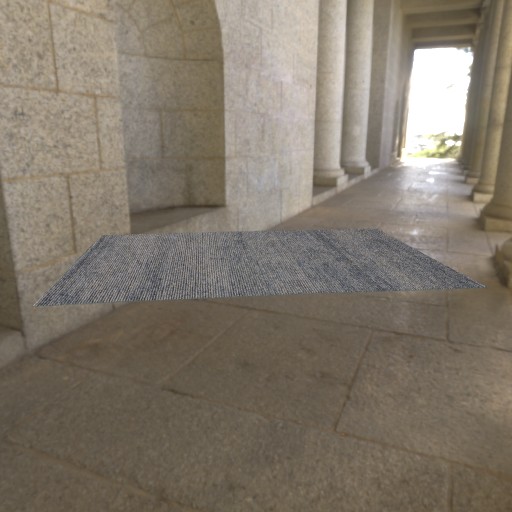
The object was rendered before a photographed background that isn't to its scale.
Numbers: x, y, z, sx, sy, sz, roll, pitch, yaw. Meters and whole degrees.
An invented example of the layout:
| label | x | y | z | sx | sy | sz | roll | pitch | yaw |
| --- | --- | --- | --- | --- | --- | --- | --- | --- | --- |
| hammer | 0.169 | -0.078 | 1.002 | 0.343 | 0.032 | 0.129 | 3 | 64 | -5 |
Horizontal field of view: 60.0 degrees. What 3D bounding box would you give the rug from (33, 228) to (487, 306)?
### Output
| label | x | y | z | sx | sy | sz | roll | pitch | yaw |
| --- | --- | --- | --- | --- | --- | --- | --- | --- | --- |
| rug | 0.000 | 0.000 | 2.217 | 1.740 | 0.010 | 1.135 | -2 | 16 | -6 |
